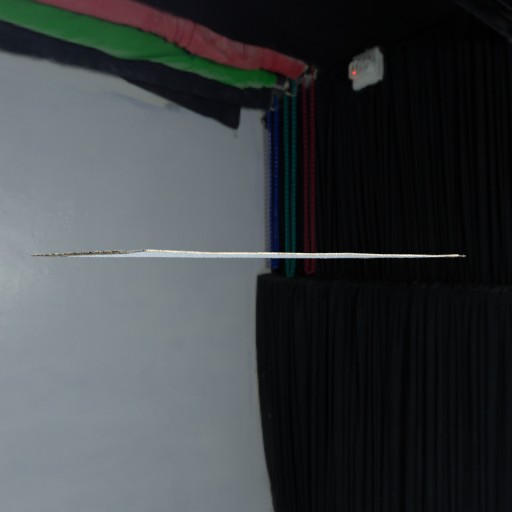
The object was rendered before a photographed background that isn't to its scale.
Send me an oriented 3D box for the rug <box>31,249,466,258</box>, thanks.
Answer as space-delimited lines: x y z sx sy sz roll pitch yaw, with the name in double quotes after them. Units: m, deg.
0.000 0.000 2.240 1.861 0.017 1.218 0 -1 -37 "rug"
